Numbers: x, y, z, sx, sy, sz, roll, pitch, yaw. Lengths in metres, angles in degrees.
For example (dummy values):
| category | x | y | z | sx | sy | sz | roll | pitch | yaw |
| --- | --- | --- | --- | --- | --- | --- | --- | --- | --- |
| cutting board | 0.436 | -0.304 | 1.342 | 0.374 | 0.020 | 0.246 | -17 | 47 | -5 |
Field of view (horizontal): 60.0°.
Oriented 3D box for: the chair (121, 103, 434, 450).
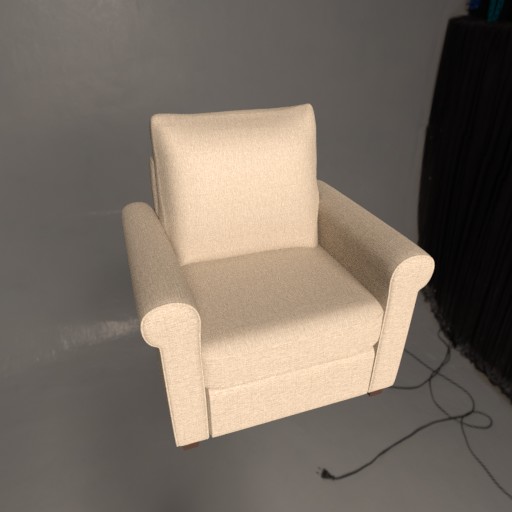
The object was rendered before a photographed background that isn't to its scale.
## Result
| category | x | y | z | sx | sy | sz | roll | pitch | yaw |
| --- | --- | --- | --- | --- | --- | --- | --- | --- | --- |
| chair | 0.000 | 0.000 | 2.306 | 1.275 | 1.349 | 1.180 | -10 | 32 | -16 |
